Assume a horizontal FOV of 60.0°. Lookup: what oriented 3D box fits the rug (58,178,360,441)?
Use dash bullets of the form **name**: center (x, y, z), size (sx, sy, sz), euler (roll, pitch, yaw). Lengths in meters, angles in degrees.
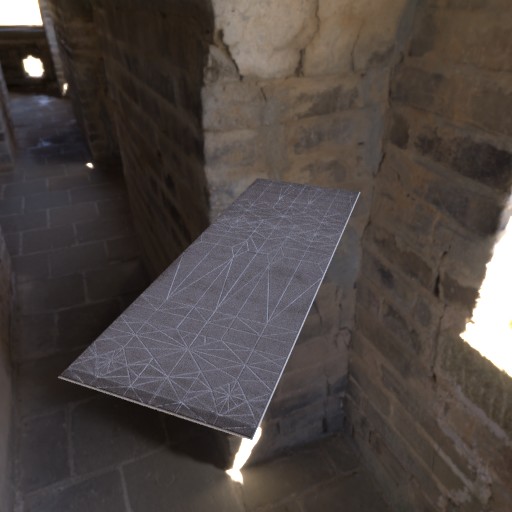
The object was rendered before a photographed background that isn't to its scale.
- **rug**: center (0.000, 0.000, 2.666), size (0.864, 0.012, 2.388), euler (11, 33, 17)
